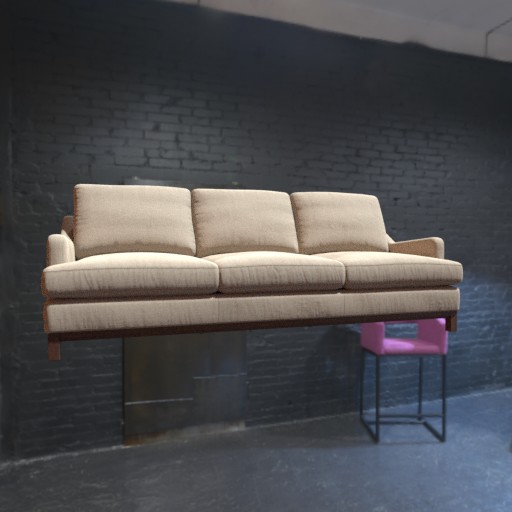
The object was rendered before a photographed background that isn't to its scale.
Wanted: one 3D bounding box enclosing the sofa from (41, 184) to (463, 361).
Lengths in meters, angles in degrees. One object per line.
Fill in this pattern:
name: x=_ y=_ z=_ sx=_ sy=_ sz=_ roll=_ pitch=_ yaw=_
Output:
sofa: x=0.000 y=0.000 z=2.769 sx=2.321 sy=0.913 sz=1.000 roll=0 pitch=1 yaw=-18
